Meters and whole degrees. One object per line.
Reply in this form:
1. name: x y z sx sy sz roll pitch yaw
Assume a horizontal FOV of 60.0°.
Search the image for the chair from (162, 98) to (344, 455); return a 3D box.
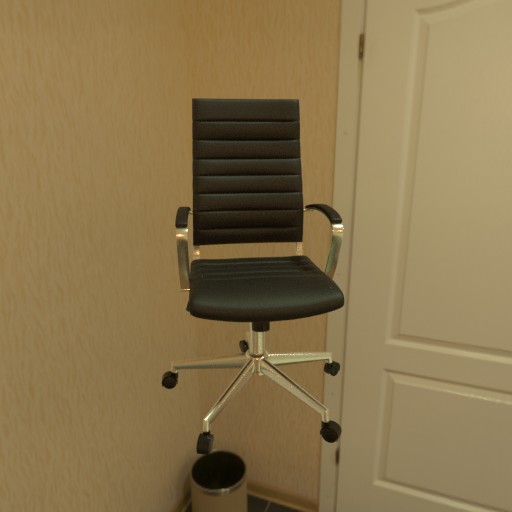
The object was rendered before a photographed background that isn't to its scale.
1. chair: 0.000 0.000 1.661 0.766 1.149 0.739 -2 16 -7
